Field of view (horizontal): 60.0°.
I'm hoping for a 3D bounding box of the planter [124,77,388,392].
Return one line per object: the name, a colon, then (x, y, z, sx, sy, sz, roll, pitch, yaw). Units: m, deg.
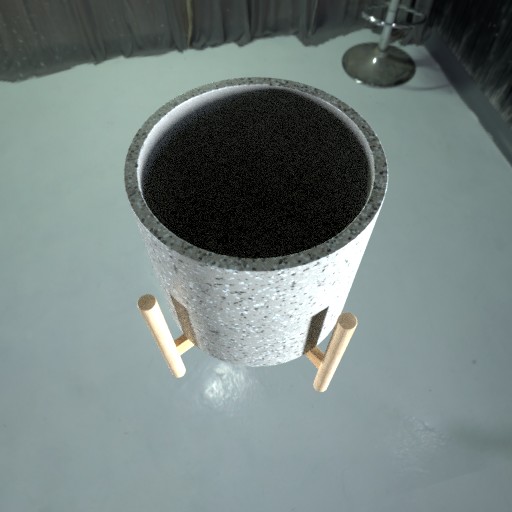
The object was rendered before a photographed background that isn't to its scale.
planter: (0.000, 0.000, 0.690, 0.360, 0.419, 0.360, -14, 59, -9)
